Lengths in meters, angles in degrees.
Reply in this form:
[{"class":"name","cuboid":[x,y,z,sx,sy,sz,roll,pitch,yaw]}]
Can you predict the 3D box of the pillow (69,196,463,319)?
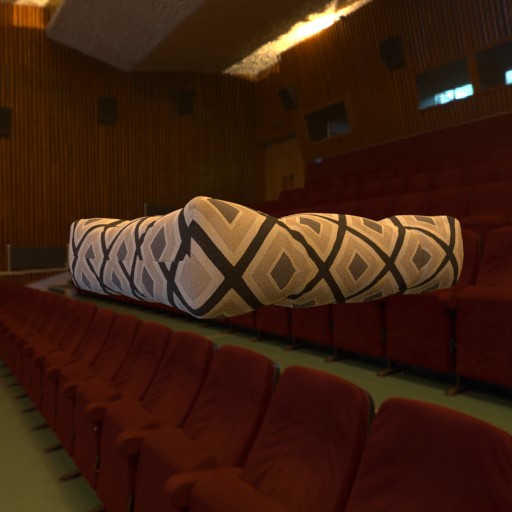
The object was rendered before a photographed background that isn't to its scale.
[{"class":"pillow","cuboid":[0.000,0.000,0.726,0.490,0.128,0.468,0,1,-37]}]
